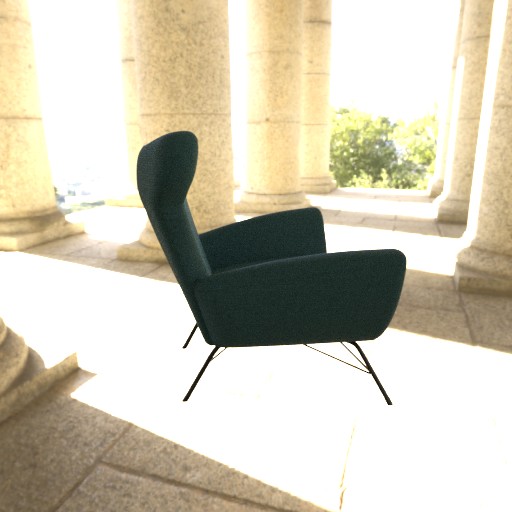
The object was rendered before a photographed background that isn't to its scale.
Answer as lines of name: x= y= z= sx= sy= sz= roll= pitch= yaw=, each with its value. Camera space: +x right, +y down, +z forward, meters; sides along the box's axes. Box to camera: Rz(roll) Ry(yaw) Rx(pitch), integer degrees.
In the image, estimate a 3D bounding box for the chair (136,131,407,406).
chair: x=0.000 y=0.000 z=1.808 sx=0.900 sy=0.980 sz=1.050 roll=-3 pitch=16 yaw=-10
